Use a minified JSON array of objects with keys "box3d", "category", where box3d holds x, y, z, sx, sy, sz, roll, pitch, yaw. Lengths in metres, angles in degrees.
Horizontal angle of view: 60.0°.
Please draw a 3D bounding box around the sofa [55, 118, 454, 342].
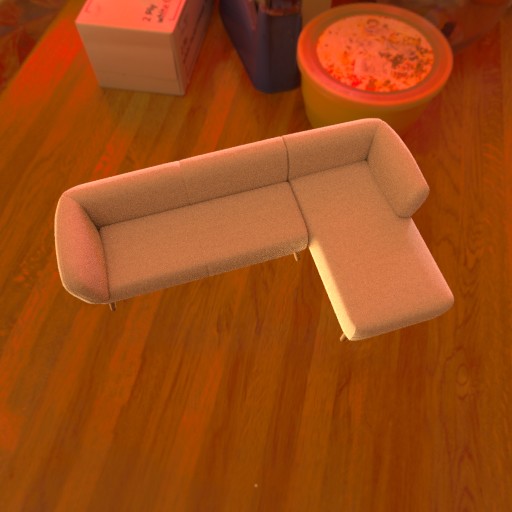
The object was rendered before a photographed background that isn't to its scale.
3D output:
[{"box3d":[0.000,0.000,3.321,2.660,0.730,1.610,-15,64,-8],"category":"sofa"}]
